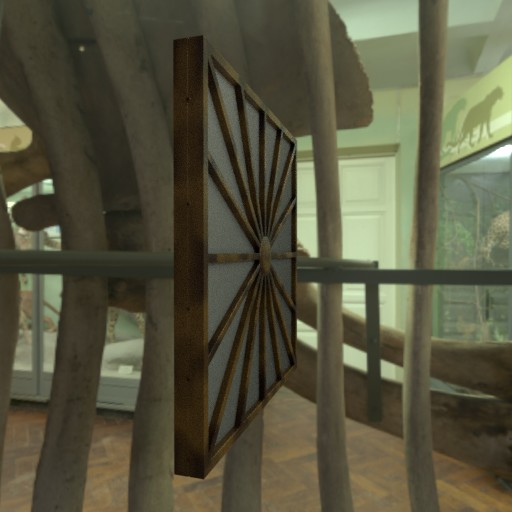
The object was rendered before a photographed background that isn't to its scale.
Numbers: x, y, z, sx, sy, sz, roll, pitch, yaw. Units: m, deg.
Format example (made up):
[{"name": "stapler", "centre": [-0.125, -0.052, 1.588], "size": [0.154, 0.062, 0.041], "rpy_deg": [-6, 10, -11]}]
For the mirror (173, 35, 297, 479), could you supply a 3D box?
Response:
[{"name": "mirror", "centre": [0.000, 0.000, 0.753], "size": [0.042, 0.507, 0.509], "rpy_deg": [0, 1, 17]}]
